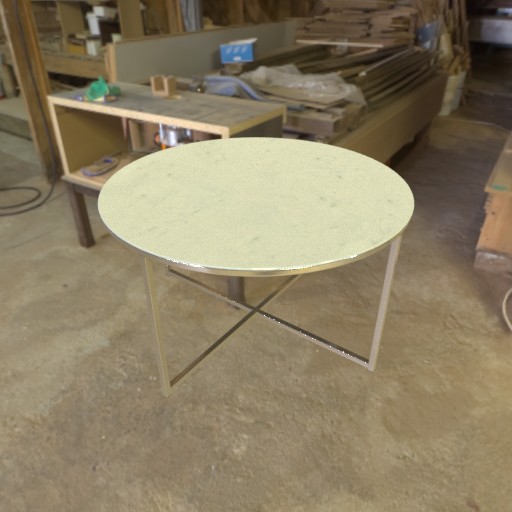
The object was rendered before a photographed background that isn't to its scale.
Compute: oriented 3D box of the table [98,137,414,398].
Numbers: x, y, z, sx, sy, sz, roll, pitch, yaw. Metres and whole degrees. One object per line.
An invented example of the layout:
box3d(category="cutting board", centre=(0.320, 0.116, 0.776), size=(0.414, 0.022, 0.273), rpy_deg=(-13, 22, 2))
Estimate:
box3d(category="table", centre=(0.000, 0.000, 1.290), size=(0.800, 0.450, 0.800), rpy_deg=(0, 32, 0))
